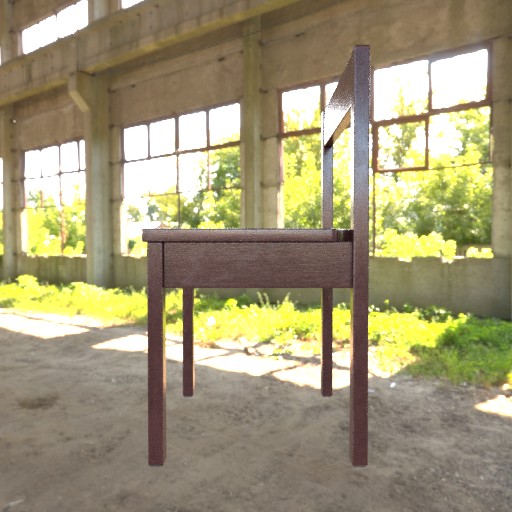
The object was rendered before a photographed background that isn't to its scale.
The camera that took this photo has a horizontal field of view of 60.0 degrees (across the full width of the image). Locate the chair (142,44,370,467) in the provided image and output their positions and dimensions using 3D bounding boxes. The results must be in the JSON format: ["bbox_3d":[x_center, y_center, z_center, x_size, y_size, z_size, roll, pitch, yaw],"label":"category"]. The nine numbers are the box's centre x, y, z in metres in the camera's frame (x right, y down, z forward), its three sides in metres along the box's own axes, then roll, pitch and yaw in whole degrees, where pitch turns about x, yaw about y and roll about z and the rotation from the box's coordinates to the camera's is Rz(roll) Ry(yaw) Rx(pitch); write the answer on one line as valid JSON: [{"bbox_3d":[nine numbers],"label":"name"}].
[{"bbox_3d":[0.000,0.000,0.876,0.361,0.668,0.367,0,1,0],"label":"chair"}]
